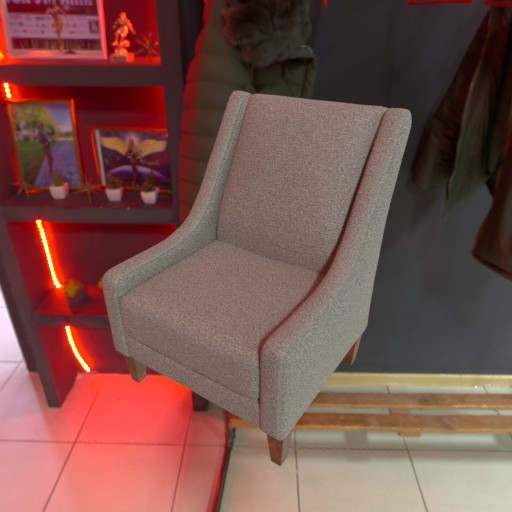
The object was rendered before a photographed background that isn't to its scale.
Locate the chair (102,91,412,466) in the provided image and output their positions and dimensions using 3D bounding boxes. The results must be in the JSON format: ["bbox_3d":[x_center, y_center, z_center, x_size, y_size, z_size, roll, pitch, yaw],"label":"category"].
[{"bbox_3d":[0.000,0.000,1.649,0.774,1.016,0.870,18,34,29],"label":"chair"}]
